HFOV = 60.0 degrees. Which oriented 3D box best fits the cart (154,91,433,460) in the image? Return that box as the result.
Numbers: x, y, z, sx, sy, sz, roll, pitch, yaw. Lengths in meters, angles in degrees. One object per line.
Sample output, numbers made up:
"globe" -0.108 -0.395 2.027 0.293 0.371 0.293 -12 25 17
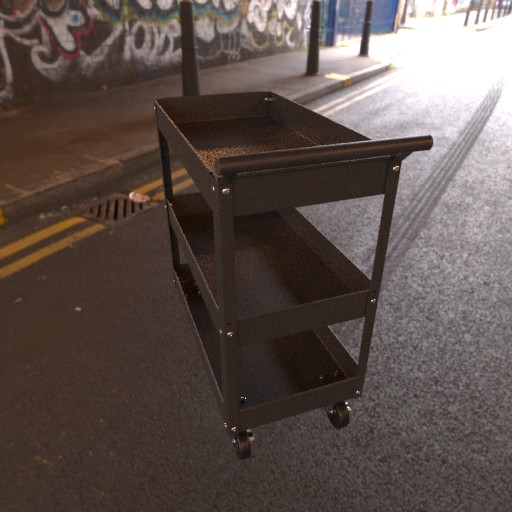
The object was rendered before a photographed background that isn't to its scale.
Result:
"cart" 0.000 0.000 1.161 0.366 0.780 0.719 -10 32 -17
